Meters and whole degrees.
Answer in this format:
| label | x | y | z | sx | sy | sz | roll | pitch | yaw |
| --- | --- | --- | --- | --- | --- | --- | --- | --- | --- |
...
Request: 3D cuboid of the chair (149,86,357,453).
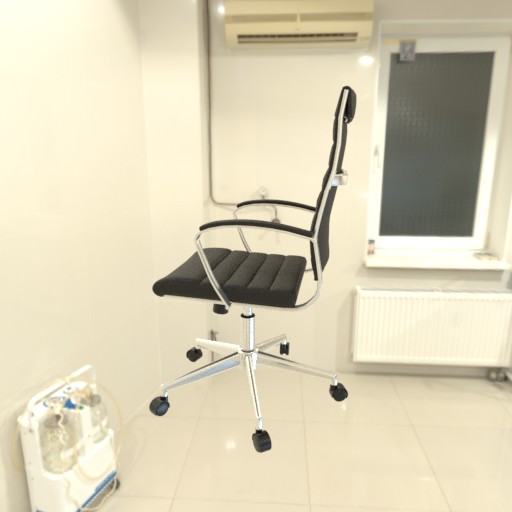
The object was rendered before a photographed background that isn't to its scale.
| label | x | y | z | sx | sy | sz | roll | pitch | yaw |
| --- | --- | --- | --- | --- | --- | --- | --- | --- | --- |
| chair | 0.000 | 0.000 | 1.679 | 0.739 | 1.149 | 0.766 | 3 | 14 | 10 |
